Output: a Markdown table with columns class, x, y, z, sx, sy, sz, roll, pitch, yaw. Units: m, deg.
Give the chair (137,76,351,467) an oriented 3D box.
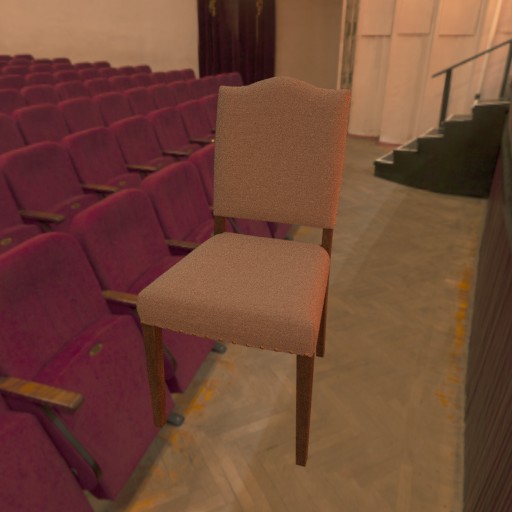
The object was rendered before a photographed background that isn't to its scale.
| class | x | y | z | sx | sy | sz | roll | pitch | yaw |
| --- | --- | --- | --- | --- | --- | --- | --- | --- | --- |
| chair | 0.000 | 0.000 | 1.396 | 0.508 | 1.020 | 0.620 | 8 | 27 | 16 |
